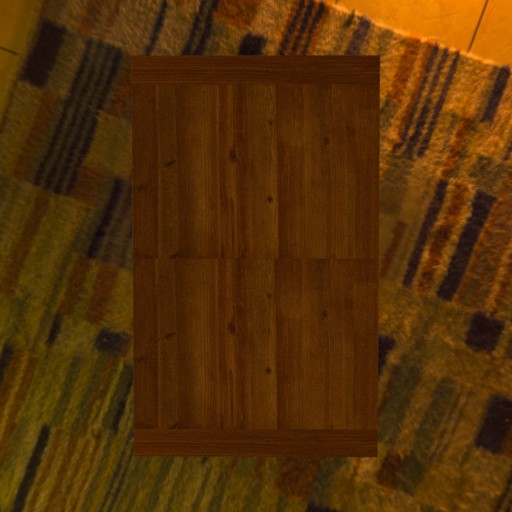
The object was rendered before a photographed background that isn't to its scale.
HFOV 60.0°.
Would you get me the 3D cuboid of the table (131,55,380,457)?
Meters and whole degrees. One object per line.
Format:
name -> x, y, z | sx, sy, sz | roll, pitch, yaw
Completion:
table -> 0.000, 0.000, 2.030 | 0.922, 0.743, 1.503 | 0, 91, 0
